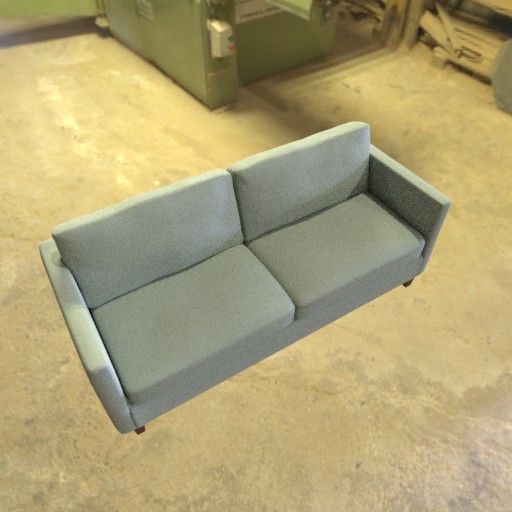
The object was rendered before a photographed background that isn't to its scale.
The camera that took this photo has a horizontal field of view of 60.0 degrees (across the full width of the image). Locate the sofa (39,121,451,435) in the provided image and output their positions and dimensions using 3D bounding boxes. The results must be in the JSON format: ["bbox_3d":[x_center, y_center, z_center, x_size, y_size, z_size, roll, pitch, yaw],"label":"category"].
[{"bbox_3d":[0.000,0.000,2.687,2.208,0.965,0.951,-24,51,-21],"label":"sofa"}]
